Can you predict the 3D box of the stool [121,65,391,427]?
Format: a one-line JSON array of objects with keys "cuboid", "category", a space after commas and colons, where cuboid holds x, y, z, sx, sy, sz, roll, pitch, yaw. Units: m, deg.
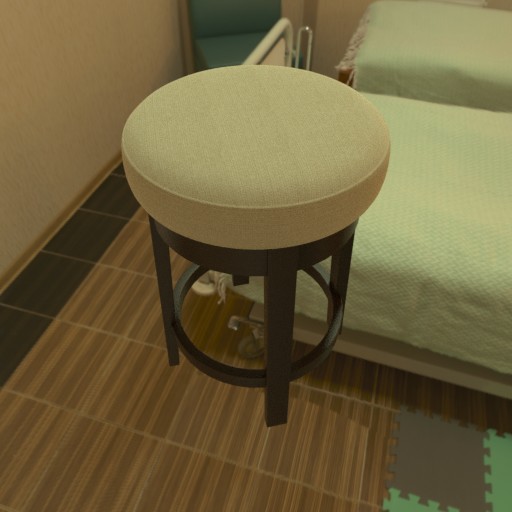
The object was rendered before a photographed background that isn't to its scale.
[{"cuboid": [0.000, 0.000, 0.921, 0.449, 0.655, 0.449, 0, 46, 0], "category": "stool"}]
